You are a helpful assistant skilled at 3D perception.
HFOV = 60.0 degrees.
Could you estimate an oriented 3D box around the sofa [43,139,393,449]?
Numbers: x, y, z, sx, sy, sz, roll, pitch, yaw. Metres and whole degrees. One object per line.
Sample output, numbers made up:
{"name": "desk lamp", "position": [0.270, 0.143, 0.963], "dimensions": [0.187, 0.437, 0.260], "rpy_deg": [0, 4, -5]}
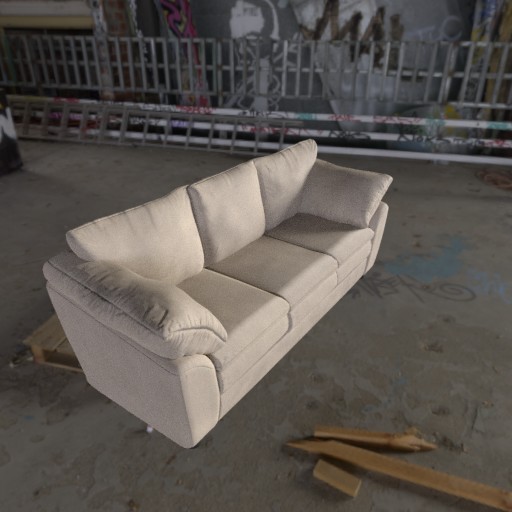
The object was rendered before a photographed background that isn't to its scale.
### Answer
{"name": "sofa", "position": [0.000, 0.000, 2.758], "dimensions": [0.878, 0.996, 2.334], "rpy_deg": [18, 33, 31]}
